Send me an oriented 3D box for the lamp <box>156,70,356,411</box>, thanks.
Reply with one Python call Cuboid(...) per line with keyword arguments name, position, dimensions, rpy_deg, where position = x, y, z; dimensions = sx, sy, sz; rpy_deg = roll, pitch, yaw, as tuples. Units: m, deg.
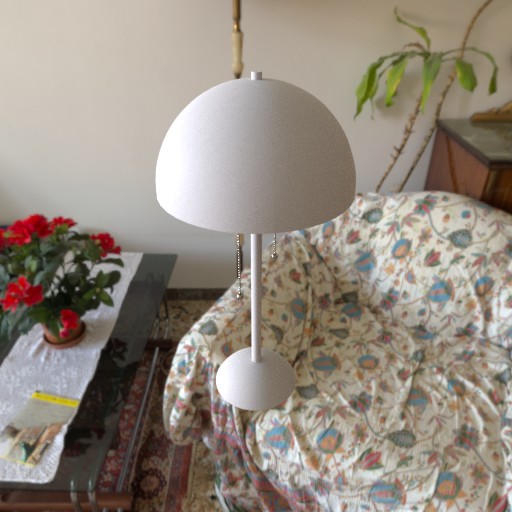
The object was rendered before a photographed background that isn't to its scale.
Cuboid(name="lamp", position=(0.000, 0.000, 0.425), dimensions=(0.171, 0.330, 0.171), rpy_deg=(0, 32, 0))
